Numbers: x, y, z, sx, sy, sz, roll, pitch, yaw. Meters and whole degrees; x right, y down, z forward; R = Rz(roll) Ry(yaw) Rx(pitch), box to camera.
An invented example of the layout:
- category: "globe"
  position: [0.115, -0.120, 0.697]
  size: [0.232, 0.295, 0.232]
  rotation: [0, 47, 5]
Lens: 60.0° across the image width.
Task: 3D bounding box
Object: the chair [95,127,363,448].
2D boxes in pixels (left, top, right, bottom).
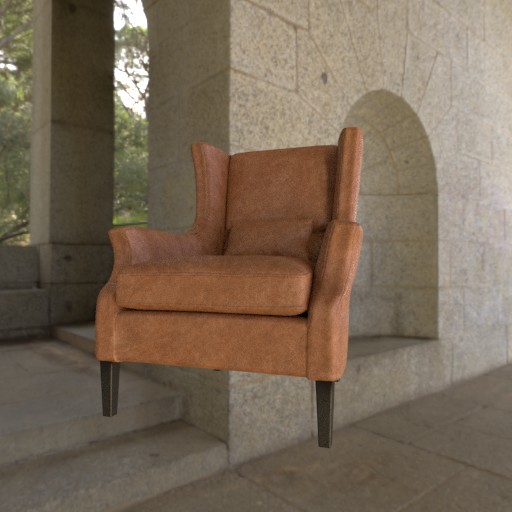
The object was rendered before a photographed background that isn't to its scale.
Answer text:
- category: "chair"
  position: [0.000, 0.000, 1.687]
  size: [0.853, 1.016, 0.926]
  rotation: [0, -1, 20]
